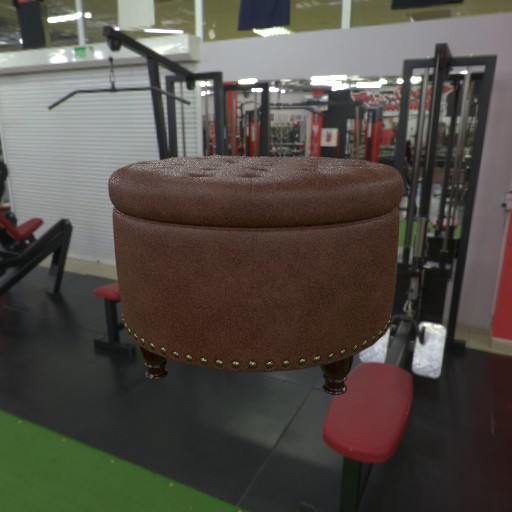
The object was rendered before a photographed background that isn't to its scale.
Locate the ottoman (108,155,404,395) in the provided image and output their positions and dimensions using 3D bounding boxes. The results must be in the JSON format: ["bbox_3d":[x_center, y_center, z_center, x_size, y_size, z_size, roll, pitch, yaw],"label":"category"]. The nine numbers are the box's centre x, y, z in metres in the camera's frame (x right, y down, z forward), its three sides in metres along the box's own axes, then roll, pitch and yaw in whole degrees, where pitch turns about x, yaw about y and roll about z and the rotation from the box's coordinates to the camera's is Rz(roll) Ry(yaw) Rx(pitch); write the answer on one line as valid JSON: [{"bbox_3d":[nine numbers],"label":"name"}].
[{"bbox_3d":[0.000,0.000,1.050,0.637,0.442,0.637,0,16,0],"label":"ottoman"}]
